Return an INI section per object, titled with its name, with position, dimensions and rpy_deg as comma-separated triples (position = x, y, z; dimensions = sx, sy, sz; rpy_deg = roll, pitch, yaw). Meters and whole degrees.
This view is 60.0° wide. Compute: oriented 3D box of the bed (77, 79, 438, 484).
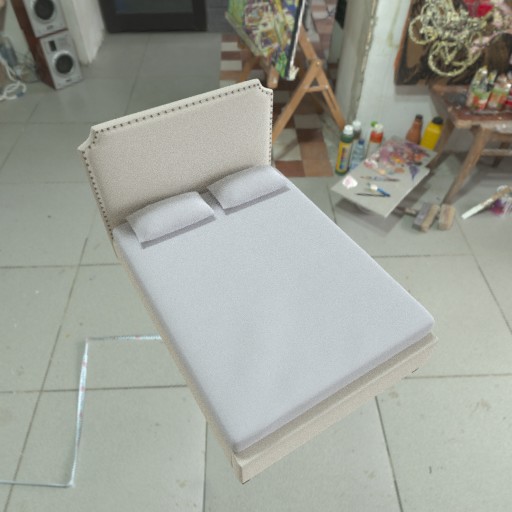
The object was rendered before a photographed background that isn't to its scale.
[bed]
position = 0.000, 0.000, 3.379
dimensions = 1.712, 1.497, 2.372
rpy_deg = -25, 52, -21
